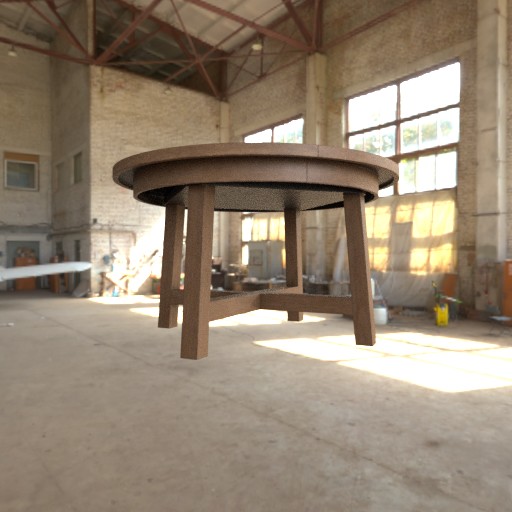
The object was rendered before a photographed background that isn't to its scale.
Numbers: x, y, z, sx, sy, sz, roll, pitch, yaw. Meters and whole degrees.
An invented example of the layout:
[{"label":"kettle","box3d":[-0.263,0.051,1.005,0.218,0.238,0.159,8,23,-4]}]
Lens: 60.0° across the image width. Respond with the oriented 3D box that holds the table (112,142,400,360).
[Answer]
[{"label":"table","box3d":[0.000,0.000,2.142,1.319,0.762,1.319,0,0,0]}]
